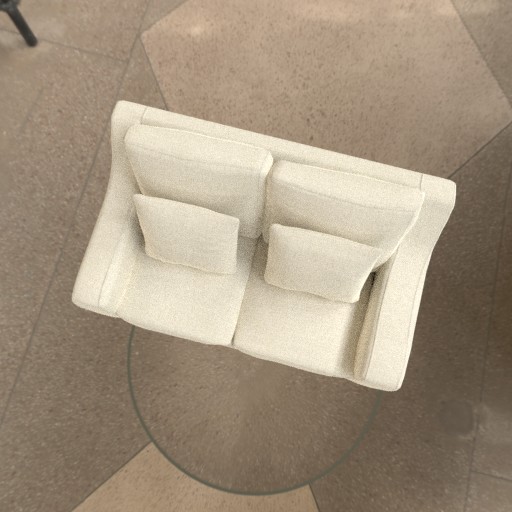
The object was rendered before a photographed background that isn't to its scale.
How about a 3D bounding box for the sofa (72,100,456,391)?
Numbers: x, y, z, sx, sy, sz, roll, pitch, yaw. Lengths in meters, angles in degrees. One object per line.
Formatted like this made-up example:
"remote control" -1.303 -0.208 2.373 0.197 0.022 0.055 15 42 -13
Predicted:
"sofa" 0.000 0.000 2.368 1.744 1.047 1.040 15 78 3
